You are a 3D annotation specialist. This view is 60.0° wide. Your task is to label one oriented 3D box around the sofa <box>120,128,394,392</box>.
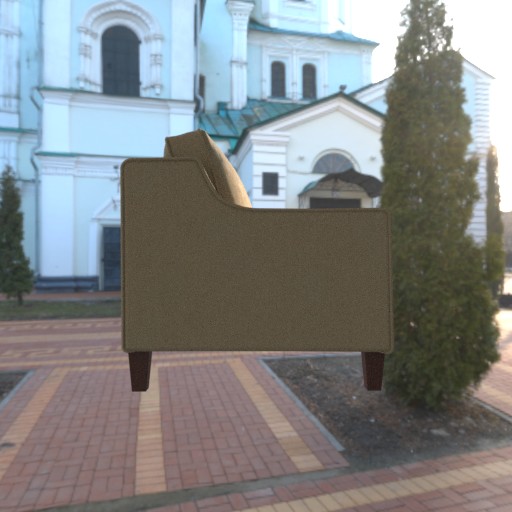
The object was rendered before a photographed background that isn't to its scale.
[{"bbox_3d":[0.000,0.000,2.773,1.066,1.071,2.178,0,-1,-1],"label":"sofa"}]
